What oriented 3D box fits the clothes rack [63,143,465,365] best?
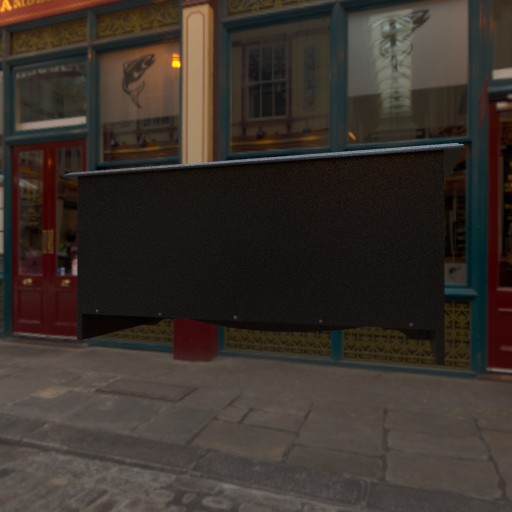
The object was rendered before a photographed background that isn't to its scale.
[{"bbox_3d":[0.000,0.000,1.473,1.219,0.556,0.406,0,-1,18],"label":"clothes rack"}]
